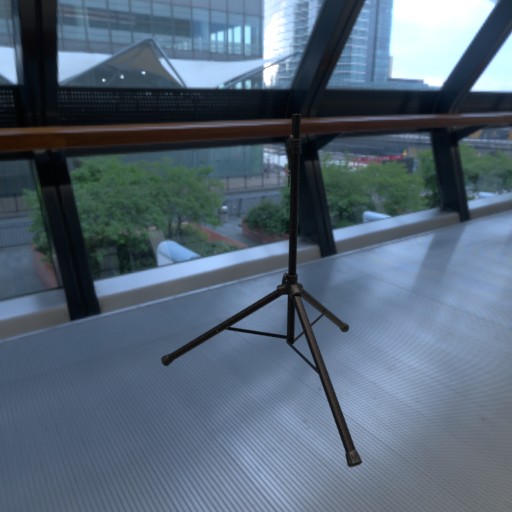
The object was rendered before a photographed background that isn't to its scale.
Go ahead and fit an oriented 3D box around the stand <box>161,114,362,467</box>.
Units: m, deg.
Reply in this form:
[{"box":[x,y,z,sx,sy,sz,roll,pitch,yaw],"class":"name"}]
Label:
[{"box":[0.000,0.000,1.864,0.907,1.136,1.045,3,18,10],"class":"stand"}]
